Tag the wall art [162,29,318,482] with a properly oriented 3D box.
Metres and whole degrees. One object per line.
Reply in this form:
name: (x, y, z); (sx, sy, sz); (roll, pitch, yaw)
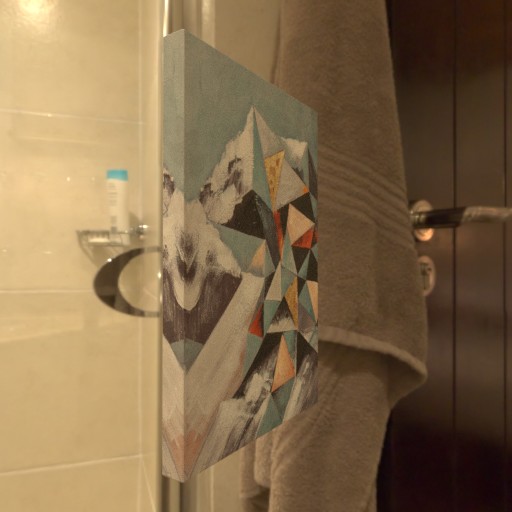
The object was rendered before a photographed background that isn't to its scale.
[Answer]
wall art: (0.000, 0.000, 1.154); (0.061, 0.911, 0.609); (0, -1, 34)
